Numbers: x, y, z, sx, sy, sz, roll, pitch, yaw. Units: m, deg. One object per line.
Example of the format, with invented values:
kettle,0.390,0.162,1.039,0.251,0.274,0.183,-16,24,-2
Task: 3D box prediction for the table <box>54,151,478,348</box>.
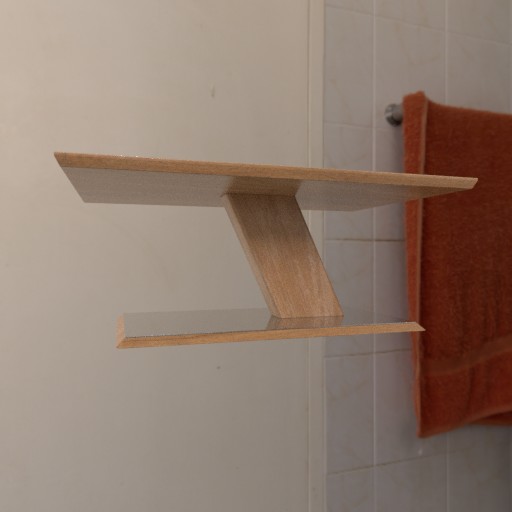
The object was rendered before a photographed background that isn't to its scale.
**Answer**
table,0.000,0.000,1.421,1.100,0.441,0.692,0,0,-17
